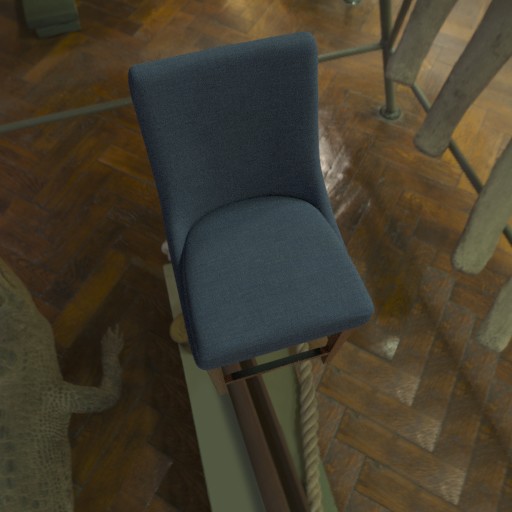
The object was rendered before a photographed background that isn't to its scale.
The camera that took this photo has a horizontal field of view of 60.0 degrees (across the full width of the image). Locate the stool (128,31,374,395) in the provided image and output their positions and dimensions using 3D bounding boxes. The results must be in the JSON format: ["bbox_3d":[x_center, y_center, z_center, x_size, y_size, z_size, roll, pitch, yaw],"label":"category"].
[{"bbox_3d":[0.000,0.000,1.266,0.470,0.981,0.577,-15,64,-7],"label":"stool"}]
